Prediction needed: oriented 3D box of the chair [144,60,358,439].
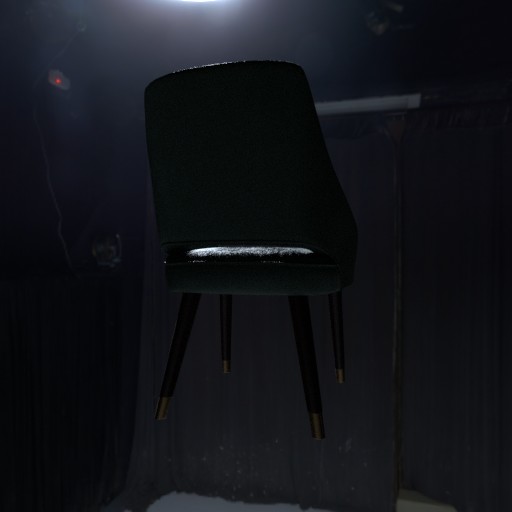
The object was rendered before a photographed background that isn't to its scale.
[{"bbox_3d":[0.000,0.000,1.613,0.683,1.081,0.794,0,0,17],"label":"chair"}]
